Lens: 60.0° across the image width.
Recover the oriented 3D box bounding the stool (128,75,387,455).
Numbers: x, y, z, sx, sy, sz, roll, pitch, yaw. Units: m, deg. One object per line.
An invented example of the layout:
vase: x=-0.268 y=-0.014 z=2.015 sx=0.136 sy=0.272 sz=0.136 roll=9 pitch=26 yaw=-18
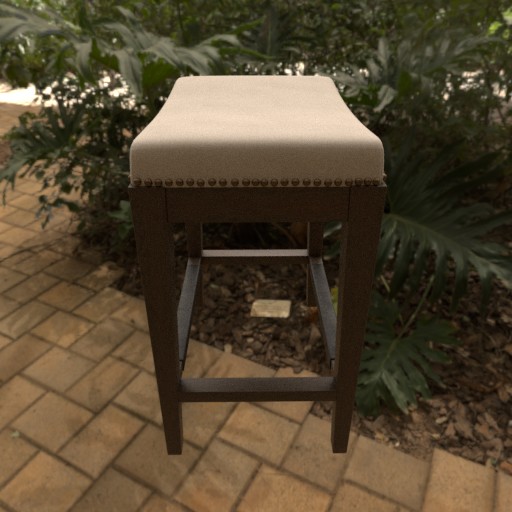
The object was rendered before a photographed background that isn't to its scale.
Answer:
stool: x=0.000 y=0.000 z=0.936 sx=0.361 sy=0.642 sz=0.500 roll=0 pitch=32 yaw=-1
